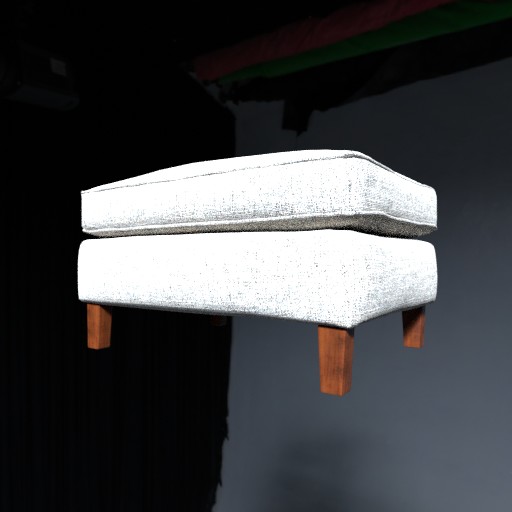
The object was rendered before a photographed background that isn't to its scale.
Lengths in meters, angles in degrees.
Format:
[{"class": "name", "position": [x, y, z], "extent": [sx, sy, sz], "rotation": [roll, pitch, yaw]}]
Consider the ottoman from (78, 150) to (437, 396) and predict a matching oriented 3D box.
[{"class": "ottoman", "position": [0.000, 0.000, 0.994], "extent": [0.686, 0.406, 0.508], "rotation": [0, 0, 35]}]
